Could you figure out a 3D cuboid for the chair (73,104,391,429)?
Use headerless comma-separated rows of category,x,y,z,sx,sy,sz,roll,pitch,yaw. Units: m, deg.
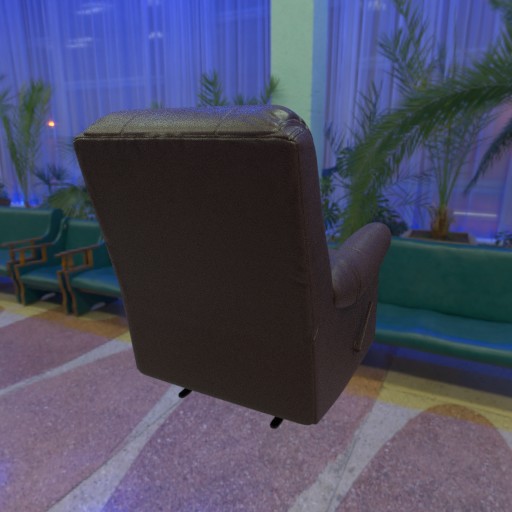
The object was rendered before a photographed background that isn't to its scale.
chair,0.000,0.000,1.711,0.838,1.054,1.014,8,17,27
